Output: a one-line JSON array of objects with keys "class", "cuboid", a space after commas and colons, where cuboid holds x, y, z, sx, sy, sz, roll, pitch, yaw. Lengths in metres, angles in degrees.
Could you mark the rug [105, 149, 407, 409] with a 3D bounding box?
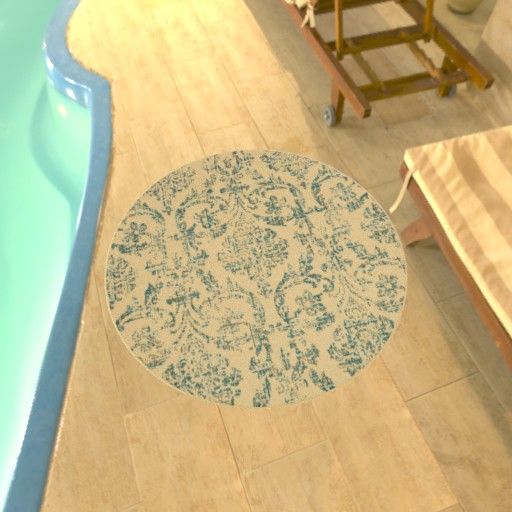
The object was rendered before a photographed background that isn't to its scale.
[{"class": "rug", "cuboid": [0.000, 0.000, 2.370, 1.593, 0.012, 1.593, 0, 58, 0]}]
